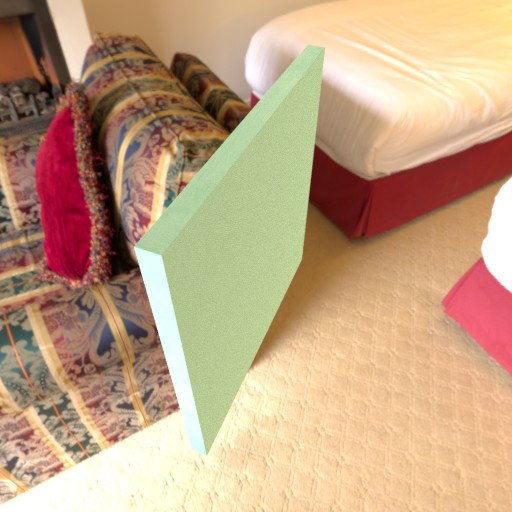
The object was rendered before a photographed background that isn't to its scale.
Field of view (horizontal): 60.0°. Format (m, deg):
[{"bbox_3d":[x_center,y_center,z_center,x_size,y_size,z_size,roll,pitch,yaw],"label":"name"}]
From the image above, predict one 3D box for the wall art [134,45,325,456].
[{"bbox_3d":[0.000,0.000,0.891,0.036,0.603,0.603,17,49,16],"label":"wall art"}]
